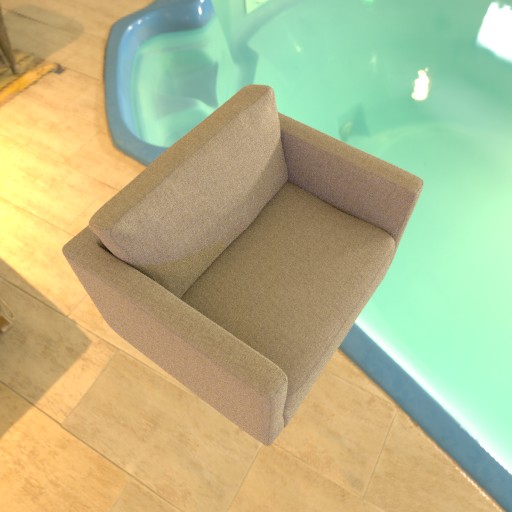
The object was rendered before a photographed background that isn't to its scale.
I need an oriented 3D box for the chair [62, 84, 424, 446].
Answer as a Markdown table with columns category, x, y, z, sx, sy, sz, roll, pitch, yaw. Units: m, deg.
| category | x | y | z | sx | sy | sz | roll | pitch | yaw |
| --- | --- | --- | --- | --- | --- | --- | --- | --- | --- |
| chair | 0.000 | 0.000 | 1.886 | 0.959 | 0.961 | 1.107 | 31 | 61 | 19 |
